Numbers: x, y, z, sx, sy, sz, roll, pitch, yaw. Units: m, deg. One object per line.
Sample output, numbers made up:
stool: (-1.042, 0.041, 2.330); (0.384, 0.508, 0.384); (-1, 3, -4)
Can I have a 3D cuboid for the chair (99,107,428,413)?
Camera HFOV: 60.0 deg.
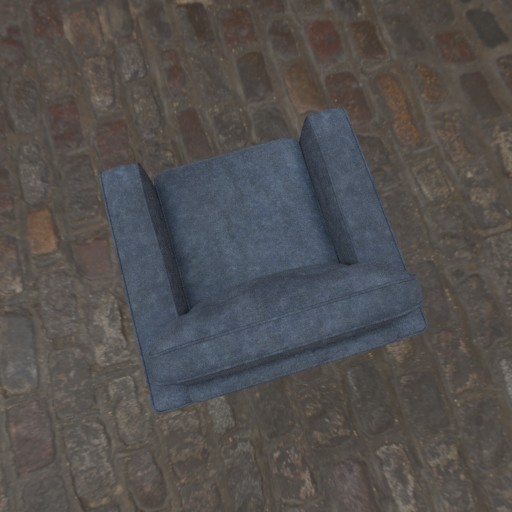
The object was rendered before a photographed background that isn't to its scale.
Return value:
chair: (0.000, 0.000, 1.778); (1.015, 0.965, 0.939); (-16, 77, -4)
